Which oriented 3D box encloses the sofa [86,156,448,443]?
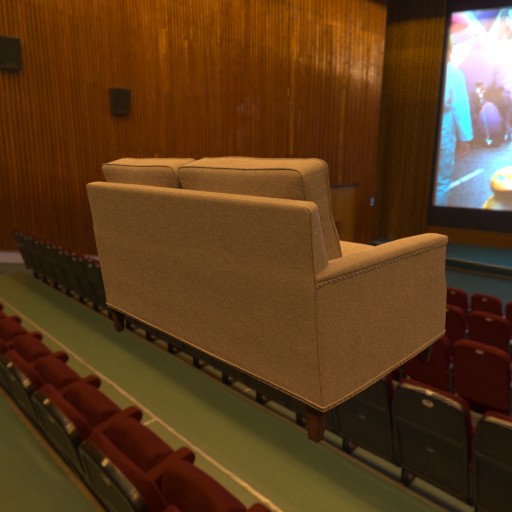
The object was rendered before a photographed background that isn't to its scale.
[{"bbox_3d":[0.000,0.000,2.278,1.597,1.002,1.084,13,18,43],"label":"sofa"}]
